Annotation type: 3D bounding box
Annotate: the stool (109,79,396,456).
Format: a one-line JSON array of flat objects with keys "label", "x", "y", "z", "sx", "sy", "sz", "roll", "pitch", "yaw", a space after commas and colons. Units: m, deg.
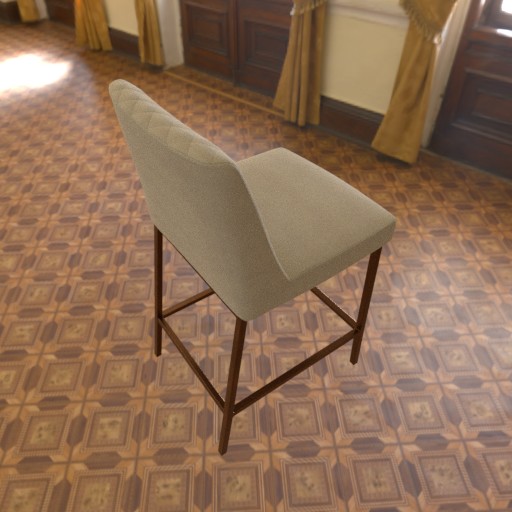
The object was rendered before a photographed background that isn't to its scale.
[{"label": "stool", "x": 0.000, "y": 0.000, "z": 1.260, "sx": 0.576, "sy": 0.973, "sz": 0.507, "roll": -25, "pitch": 48, "yaw": -26}]
